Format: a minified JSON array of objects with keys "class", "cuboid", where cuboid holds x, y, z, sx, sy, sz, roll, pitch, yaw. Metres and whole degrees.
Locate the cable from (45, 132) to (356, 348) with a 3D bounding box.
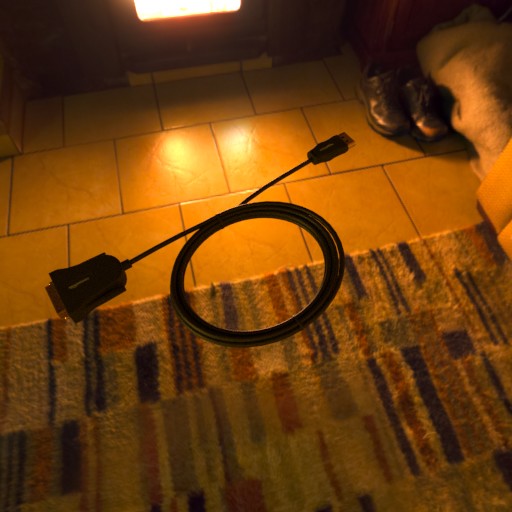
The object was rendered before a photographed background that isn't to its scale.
[{"class":"cable","cuboid":[0.000,0.000,0.333,0.281,0.015,0.136,-29,62,-17]}]
